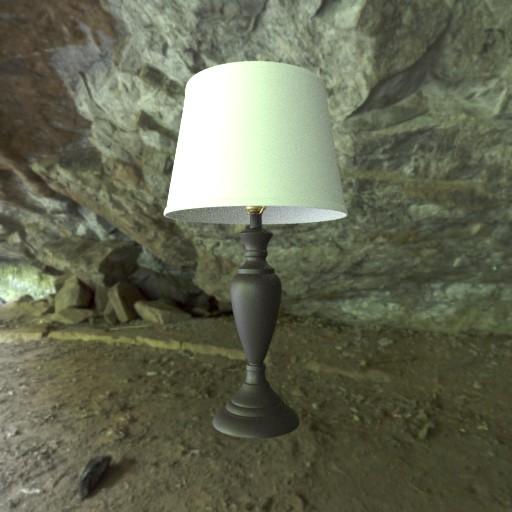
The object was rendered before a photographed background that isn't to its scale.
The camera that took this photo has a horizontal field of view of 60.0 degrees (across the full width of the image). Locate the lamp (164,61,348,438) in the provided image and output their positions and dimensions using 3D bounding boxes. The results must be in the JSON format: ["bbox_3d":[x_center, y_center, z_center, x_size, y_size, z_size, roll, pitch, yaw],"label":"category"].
[{"bbox_3d":[0.000,0.000,0.821,0.335,0.611,0.335,0,-1,0],"label":"lamp"}]
